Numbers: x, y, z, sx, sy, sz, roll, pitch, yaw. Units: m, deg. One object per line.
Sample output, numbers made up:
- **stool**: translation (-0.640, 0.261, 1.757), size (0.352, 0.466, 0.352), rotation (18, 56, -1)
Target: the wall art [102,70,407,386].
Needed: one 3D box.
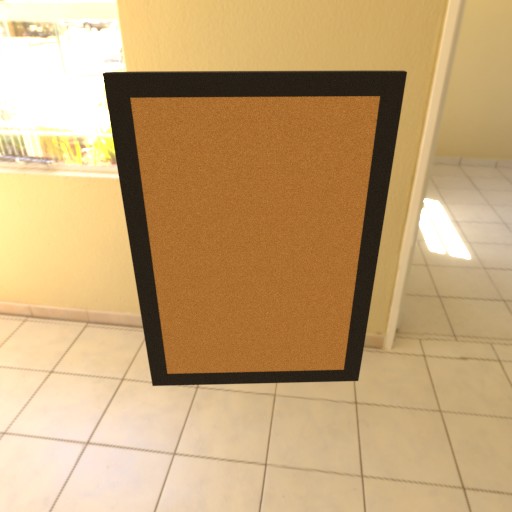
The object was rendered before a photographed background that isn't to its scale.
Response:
- **wall art**: translation (0.000, 0.000, 0.690), size (0.380, 0.534, 0.013), rotation (-1, 30, -2)
